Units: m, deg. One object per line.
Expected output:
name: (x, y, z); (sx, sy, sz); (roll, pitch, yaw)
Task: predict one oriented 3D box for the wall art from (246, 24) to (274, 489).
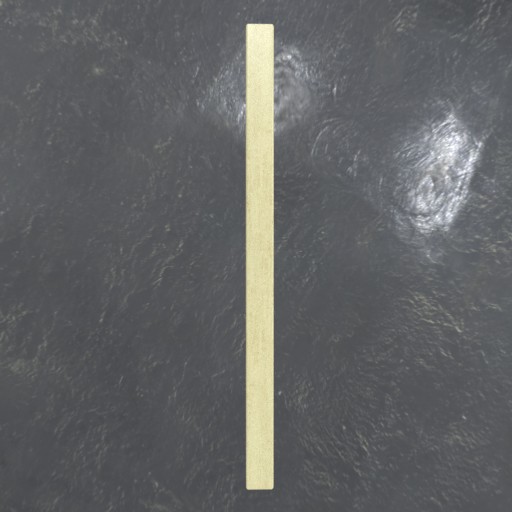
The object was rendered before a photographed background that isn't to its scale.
wall art: (0.000, 0.000, 0.698); (0.032, 0.381, 0.533); (0, 91, -1)
